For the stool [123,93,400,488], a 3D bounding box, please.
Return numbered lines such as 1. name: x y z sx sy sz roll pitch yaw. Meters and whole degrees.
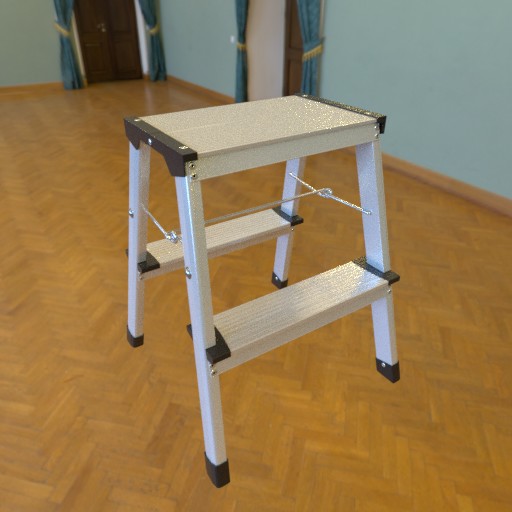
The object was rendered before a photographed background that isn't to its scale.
1. stool: 0.000 0.000 0.776 0.404 0.480 0.405 -19 36 -28
